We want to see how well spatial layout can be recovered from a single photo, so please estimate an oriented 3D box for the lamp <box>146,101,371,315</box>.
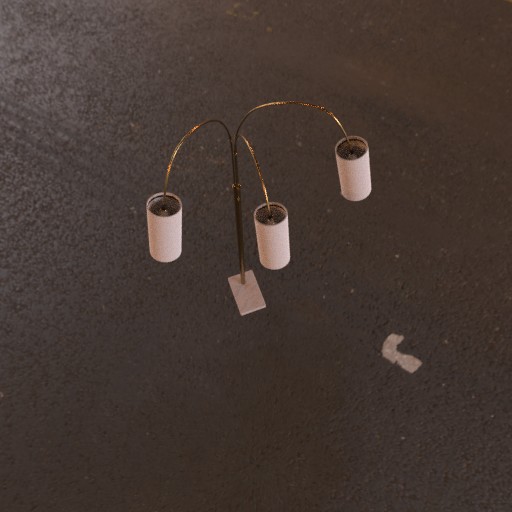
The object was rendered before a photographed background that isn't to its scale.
[{"bbox_3d":[0.000,0.000,2.520,1.020,2.055,0.667,-18,66,-8],"label":"lamp"}]
